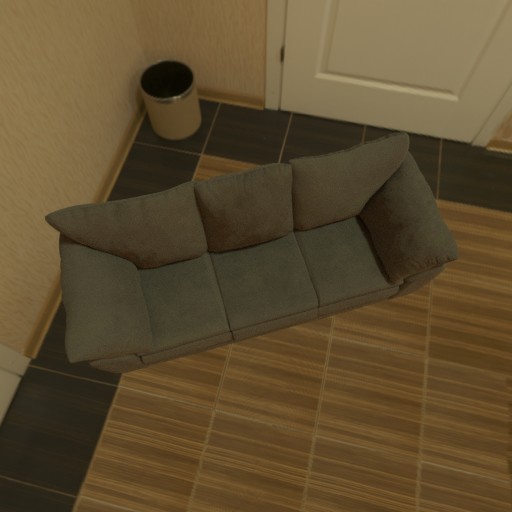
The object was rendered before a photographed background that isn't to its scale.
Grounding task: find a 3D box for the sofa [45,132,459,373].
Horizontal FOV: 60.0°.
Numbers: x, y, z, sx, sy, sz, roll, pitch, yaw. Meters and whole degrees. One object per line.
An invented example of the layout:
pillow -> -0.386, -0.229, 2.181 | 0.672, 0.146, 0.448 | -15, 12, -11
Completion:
sofa -> 0.000, 0.000, 2.859 | 2.336, 1.073, 0.878 | -14, 65, -7
